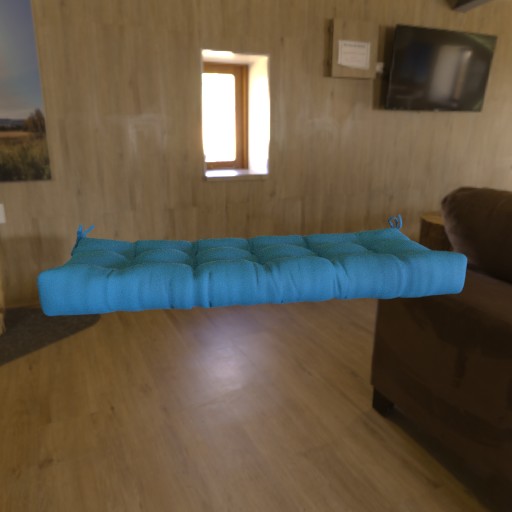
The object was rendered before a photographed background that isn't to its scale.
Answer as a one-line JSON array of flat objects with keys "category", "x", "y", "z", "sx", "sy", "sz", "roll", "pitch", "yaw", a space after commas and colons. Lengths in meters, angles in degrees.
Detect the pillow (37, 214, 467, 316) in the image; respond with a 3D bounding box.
[{"category": "pillow", "x": 0.000, "y": 0.000, "z": 1.372, "sx": 1.194, "sy": 0.174, "sz": 0.511, "roll": -2, "pitch": 15, "yaw": -8}]
